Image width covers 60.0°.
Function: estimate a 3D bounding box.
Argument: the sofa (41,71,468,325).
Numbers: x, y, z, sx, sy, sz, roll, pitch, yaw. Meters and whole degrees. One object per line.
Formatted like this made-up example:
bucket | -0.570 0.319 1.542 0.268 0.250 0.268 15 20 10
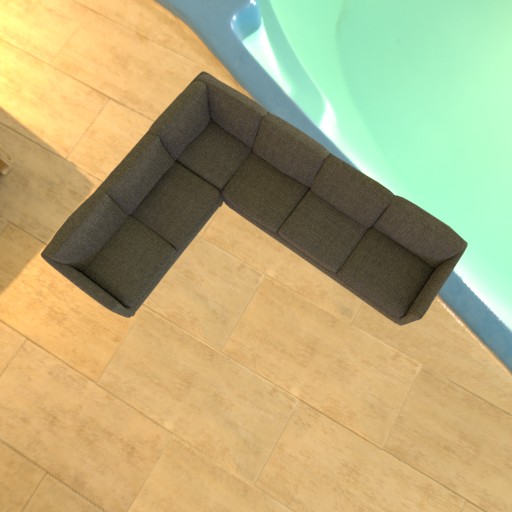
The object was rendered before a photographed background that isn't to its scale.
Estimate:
sofa | 0.000 0.000 4.478 3.302 0.947 2.593 35 78 8
